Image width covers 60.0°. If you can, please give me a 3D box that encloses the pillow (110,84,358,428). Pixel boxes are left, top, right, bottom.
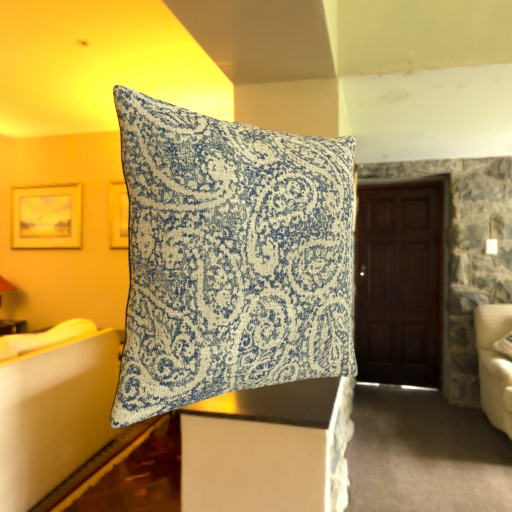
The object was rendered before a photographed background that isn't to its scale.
[{"bbox_3d":[0.000,0.000,0.796,0.523,0.510,0.166,0,0,-35],"label":"pillow"}]
